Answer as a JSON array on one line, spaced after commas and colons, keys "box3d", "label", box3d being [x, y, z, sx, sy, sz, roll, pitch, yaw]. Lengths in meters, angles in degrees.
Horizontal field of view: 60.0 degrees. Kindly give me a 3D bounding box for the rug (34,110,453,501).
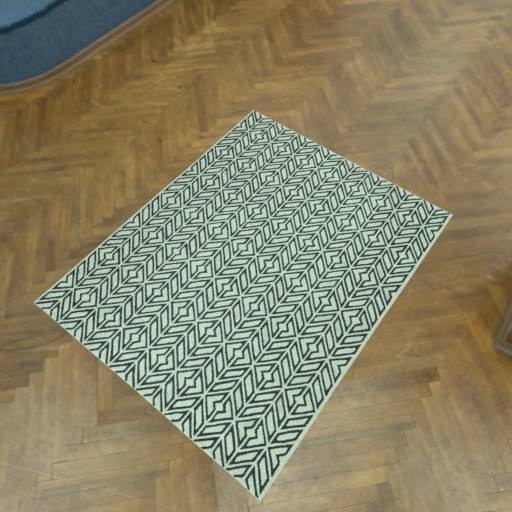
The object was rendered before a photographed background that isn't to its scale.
[{"box3d": [0.000, 0.000, 4.007, 2.421, 0.008, 3.045, 33, 64, 19], "label": "rug"}]
